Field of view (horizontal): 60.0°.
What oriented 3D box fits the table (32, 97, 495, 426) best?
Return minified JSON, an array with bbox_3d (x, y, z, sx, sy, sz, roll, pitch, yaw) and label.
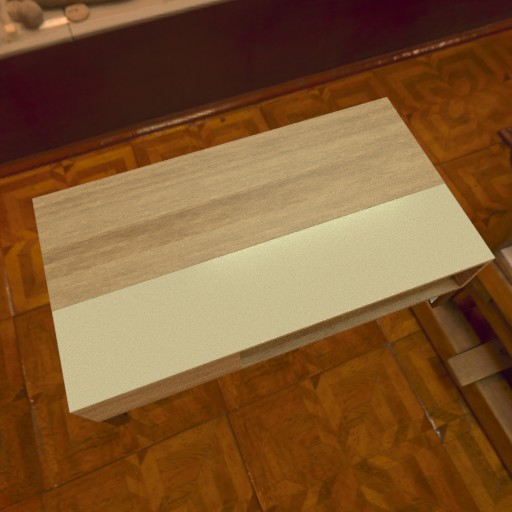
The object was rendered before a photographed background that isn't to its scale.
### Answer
[{"bbox_3d":[0.000,0.000,1.344,1.100,0.350,0.600,-18,65,-9],"label":"table"}]
